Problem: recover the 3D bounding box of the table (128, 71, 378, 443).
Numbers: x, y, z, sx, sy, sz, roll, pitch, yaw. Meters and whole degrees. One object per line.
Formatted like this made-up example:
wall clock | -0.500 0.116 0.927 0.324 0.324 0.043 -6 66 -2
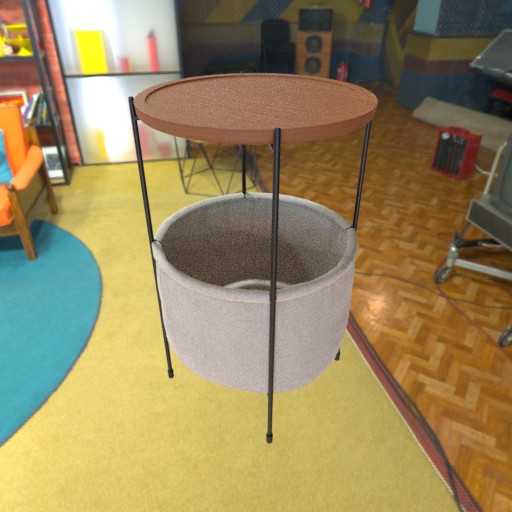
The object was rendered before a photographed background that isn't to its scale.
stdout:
table | 0.000 0.000 0.883 0.393 0.623 0.393 22 38 31
